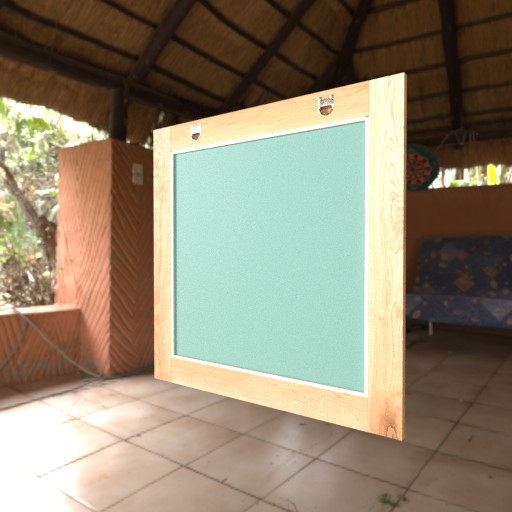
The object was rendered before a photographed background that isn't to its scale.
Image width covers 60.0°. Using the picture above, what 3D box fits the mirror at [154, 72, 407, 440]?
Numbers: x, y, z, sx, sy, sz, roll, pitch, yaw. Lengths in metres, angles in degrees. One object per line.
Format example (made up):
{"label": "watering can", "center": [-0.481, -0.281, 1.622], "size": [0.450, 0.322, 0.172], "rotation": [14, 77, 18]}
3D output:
{"label": "mirror", "center": [0.000, 0.000, 1.203], "size": [0.800, 0.800, 0.020], "rotation": [1, 1, 36]}
